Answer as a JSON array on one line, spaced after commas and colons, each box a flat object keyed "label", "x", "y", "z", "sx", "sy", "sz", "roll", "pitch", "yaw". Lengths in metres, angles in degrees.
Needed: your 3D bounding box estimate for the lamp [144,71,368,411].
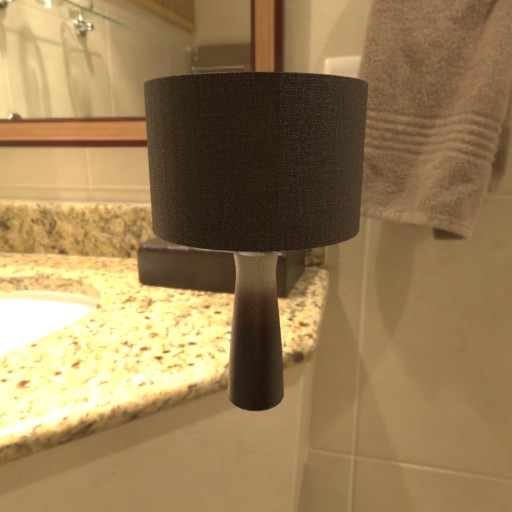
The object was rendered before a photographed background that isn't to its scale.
[{"label": "lamp", "x": 0.000, "y": 0.000, "z": 0.679, "sx": 0.303, "sy": 0.488, "sz": 0.303, "roll": 0, "pitch": 15, "yaw": 0}]
